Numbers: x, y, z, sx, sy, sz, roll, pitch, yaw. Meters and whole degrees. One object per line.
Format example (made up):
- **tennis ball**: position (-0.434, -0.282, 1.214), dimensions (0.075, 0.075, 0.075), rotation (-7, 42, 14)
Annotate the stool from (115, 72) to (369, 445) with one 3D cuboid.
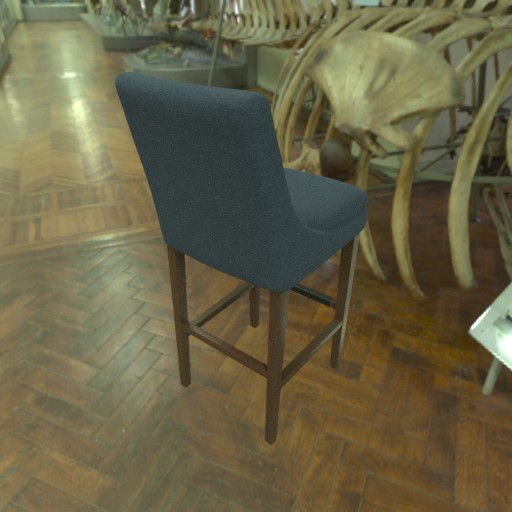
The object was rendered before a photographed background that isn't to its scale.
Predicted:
- **stool**: position (0.000, 0.000, 1.358), dimensions (0.470, 1.078, 0.577), rotation (22, 38, 32)
